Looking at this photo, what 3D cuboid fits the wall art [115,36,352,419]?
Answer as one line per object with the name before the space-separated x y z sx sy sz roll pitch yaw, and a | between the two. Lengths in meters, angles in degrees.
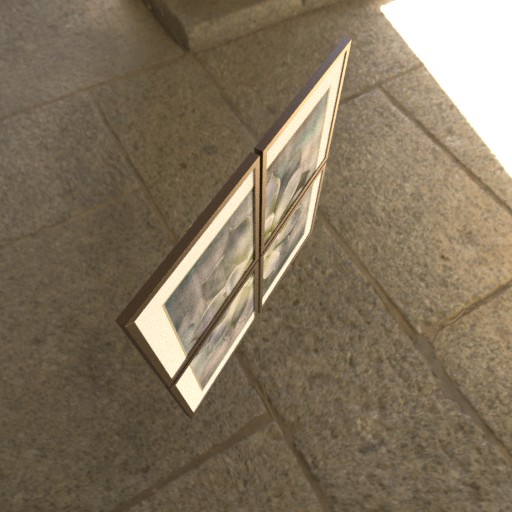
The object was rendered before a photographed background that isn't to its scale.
wall art | 0.000 0.000 1.526 0.030 1.032 1.032 28 64 15
